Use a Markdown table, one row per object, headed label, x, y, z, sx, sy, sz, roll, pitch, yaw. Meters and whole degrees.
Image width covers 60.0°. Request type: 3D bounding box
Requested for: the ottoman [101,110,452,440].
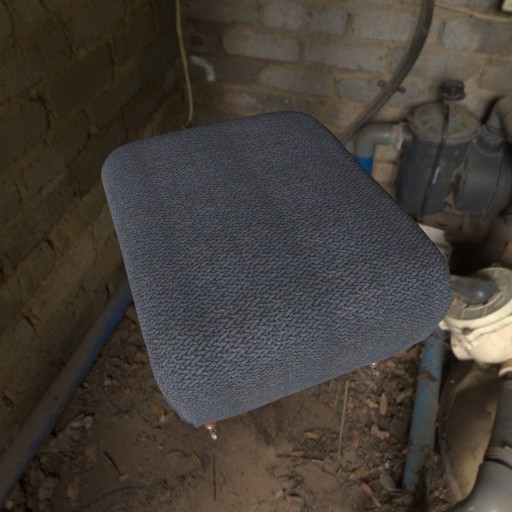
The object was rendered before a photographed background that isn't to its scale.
| label | x | y | z | sx | sy | sz | roll | pitch | yaw |
| --- | --- | --- | --- | --- | --- | --- | --- | --- | --- |
| ottoman | 0.000 | 0.000 | 1.121 | 0.622 | 0.450 | 0.747 | -16 | 49 | -15 |
